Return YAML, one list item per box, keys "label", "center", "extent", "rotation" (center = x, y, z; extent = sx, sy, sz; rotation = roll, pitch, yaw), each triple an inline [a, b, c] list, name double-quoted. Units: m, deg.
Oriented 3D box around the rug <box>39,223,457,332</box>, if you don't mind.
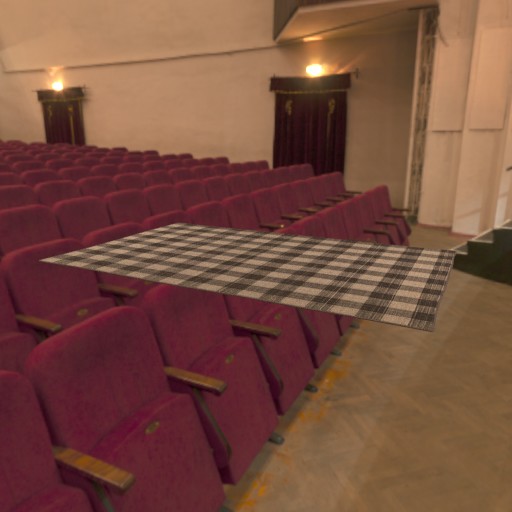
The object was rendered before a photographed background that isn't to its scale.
- label: "rug"
  center: [0.000, 0.000, 3.082]
  extent: [2.476, 0.011, 1.554]
  rotation: [7, 17, 26]
